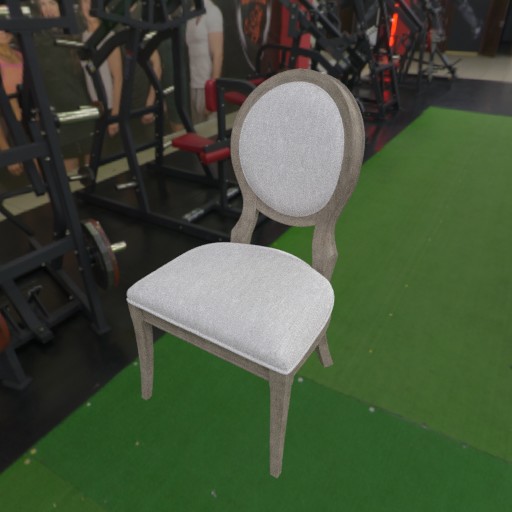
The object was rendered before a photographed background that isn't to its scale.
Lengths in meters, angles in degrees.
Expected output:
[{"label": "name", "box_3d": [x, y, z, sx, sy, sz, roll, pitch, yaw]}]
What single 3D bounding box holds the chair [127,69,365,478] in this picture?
[{"label": "chair", "box_3d": [0.000, 0.000, 1.340, 0.558, 0.990, 0.602, 18, 35, 28]}]
